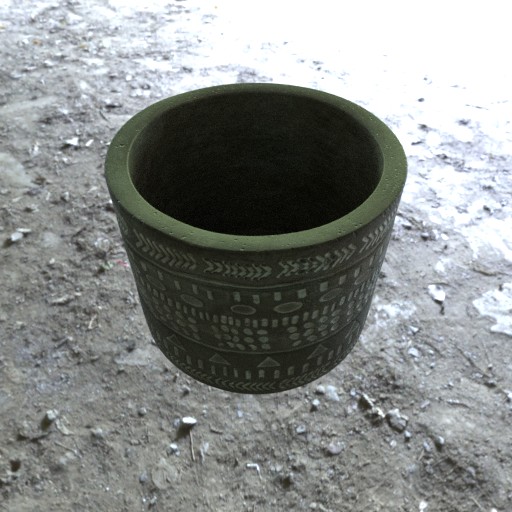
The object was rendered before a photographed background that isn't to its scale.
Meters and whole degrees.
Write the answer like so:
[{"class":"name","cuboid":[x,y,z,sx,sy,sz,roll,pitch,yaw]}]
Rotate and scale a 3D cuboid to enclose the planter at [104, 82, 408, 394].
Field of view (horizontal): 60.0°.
[{"class":"planter","cuboid":[0.000,0.000,0.264,0.142,0.149,0.142,0,46,0]}]
